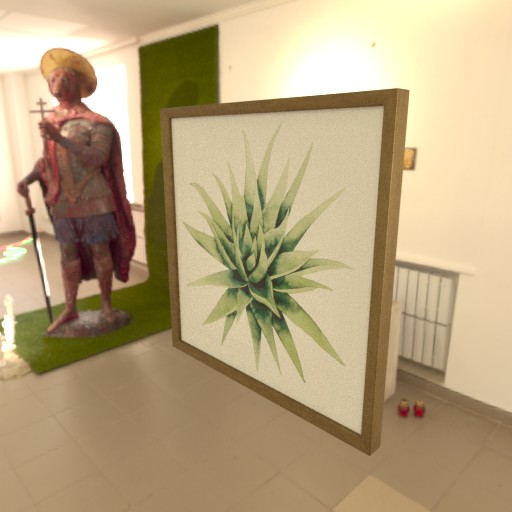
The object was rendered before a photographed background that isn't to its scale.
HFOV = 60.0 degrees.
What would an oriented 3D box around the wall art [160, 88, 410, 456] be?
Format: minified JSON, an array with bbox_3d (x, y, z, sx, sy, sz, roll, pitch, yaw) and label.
[{"bbox_3d":[0.000,0.000,0.766,0.030,0.506,0.503,-14,20,-43],"label":"wall art"}]
